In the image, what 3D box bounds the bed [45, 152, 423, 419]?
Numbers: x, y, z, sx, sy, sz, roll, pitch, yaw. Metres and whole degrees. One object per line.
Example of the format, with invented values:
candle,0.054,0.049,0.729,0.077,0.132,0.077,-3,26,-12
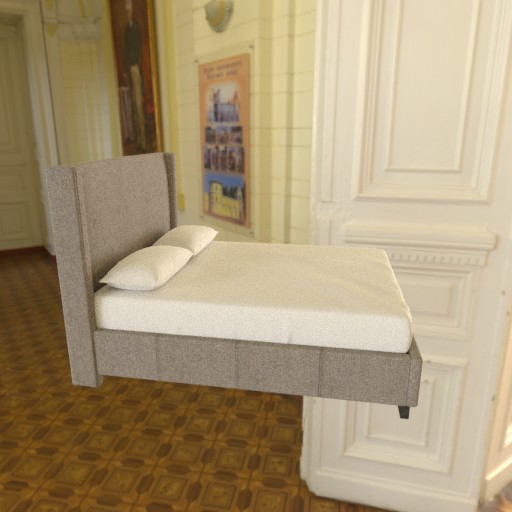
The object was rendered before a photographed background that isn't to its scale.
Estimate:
bed,0.000,0.000,3.435,2.245,1.481,1.714,3,16,10
